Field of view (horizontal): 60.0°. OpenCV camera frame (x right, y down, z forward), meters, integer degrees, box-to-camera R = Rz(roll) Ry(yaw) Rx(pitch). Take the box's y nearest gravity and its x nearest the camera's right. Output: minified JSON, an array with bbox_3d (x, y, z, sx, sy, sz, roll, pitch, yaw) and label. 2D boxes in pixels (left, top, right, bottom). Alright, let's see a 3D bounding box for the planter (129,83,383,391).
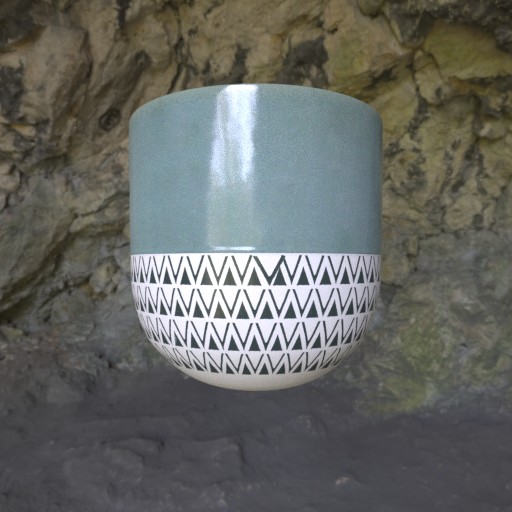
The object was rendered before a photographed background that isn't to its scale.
[{"bbox_3d":[0.000,0.000,0.481,0.266,0.270,0.266,0,-1,0],"label":"planter"}]
